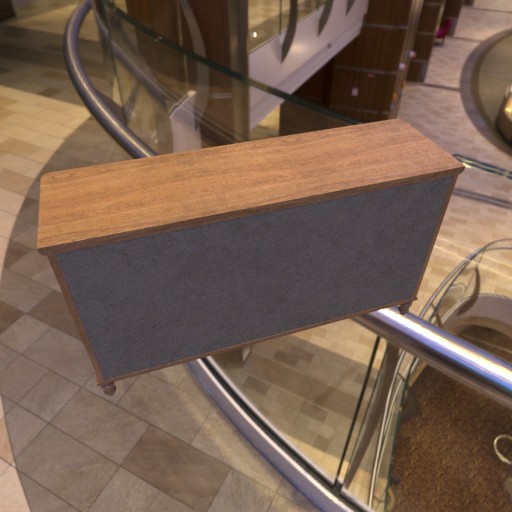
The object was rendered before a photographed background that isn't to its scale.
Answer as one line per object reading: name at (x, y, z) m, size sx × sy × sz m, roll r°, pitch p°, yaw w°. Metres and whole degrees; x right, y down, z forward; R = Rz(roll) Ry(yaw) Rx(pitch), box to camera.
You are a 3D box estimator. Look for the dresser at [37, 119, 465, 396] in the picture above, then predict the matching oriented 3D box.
dresser at (0.000, 0.000, 2.016) m, size 1.583 × 0.892 × 0.468 m, roll -12°, pitch 43°, yaw -14°
